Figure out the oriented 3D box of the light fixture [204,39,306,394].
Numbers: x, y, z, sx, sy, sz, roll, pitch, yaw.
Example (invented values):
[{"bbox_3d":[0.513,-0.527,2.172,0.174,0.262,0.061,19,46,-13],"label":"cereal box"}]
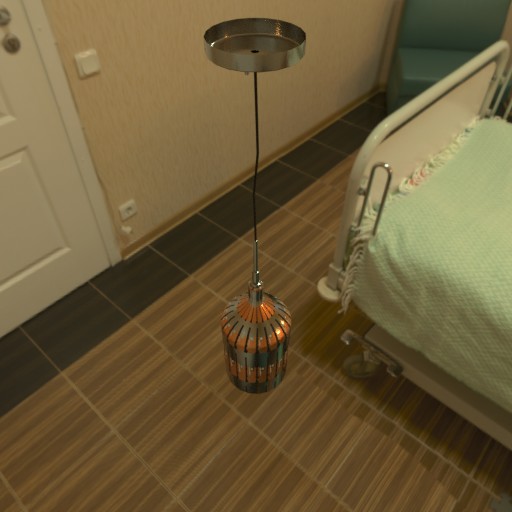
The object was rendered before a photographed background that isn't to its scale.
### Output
[{"bbox_3d":[0.000,0.000,1.624,0.303,1.535,0.303,0,45,0],"label":"light fixture"}]
